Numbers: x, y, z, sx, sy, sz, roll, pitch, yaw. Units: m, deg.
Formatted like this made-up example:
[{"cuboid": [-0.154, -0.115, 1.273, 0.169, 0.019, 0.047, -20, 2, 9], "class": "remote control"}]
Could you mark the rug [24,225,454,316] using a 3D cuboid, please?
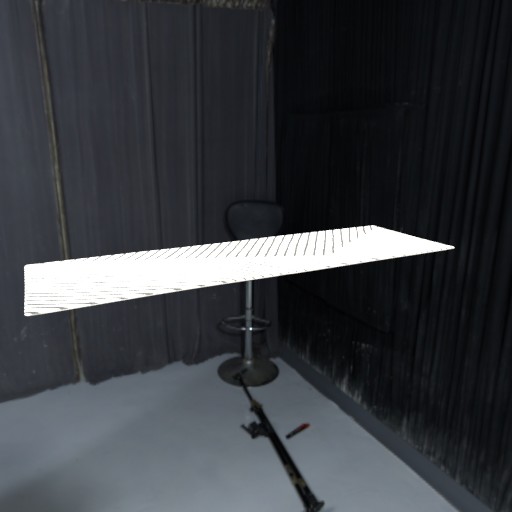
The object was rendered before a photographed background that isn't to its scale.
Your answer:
[{"cuboid": [0.000, 0.000, 2.614, 2.439, 0.020, 0.773, -8, 17, -26], "class": "rug"}]
